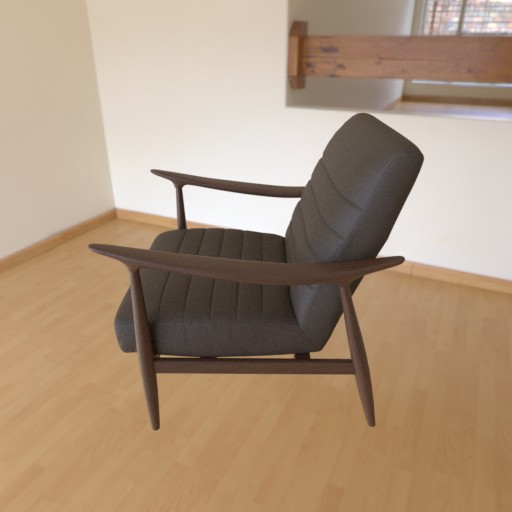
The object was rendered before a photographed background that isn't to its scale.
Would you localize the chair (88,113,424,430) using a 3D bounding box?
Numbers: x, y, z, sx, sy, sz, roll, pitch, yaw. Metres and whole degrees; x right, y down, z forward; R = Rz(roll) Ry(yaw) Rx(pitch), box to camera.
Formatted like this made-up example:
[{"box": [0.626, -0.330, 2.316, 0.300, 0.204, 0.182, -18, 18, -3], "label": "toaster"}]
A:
[{"box": [0.000, 0.000, 1.435, 0.798, 0.831, 0.741, 0, 27, 1], "label": "chair"}]
